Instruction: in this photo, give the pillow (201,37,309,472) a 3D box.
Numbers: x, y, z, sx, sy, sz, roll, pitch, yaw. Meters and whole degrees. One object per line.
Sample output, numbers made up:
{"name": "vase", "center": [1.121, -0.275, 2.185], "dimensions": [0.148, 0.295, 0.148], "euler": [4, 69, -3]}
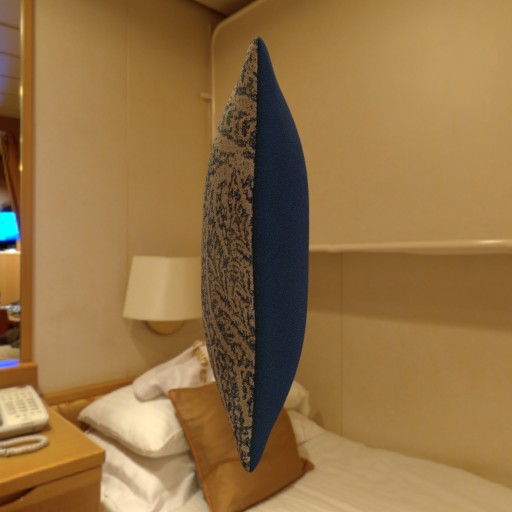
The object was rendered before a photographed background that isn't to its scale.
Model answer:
{"name": "pillow", "center": [0.000, 0.000, 0.775], "dimensions": [0.166, 0.510, 0.523], "euler": [0, 0, 1]}
